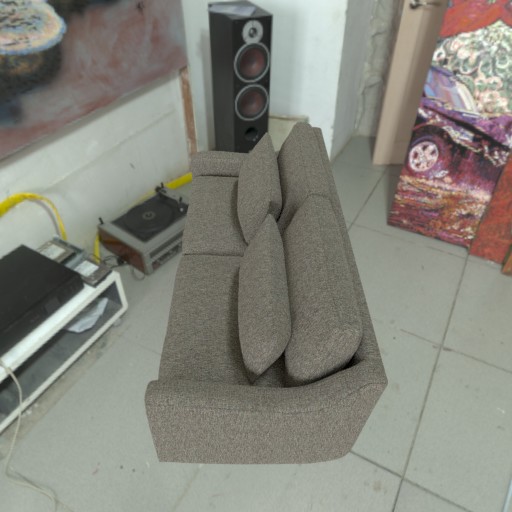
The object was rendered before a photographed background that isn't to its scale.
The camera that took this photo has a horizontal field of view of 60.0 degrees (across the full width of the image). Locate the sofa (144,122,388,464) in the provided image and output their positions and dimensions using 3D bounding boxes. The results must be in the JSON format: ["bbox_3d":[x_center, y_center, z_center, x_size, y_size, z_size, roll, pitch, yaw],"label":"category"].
[{"bbox_3d":[0.000,0.000,2.978,1.103,0.998,2.418,0,42,0],"label":"sofa"}]
